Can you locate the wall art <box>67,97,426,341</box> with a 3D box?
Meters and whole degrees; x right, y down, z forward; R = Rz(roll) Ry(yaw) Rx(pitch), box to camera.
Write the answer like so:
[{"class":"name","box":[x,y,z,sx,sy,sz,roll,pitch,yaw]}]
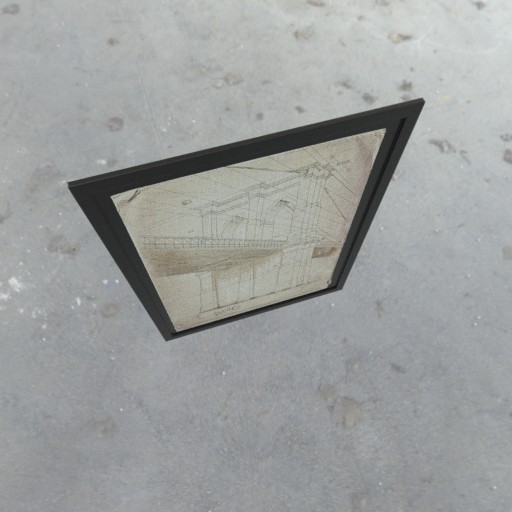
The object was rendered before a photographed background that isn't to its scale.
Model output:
[{"class":"wall art","box":[0.000,0.000,1.272,0.707,0.967,0.013,-15,64,-8]}]
